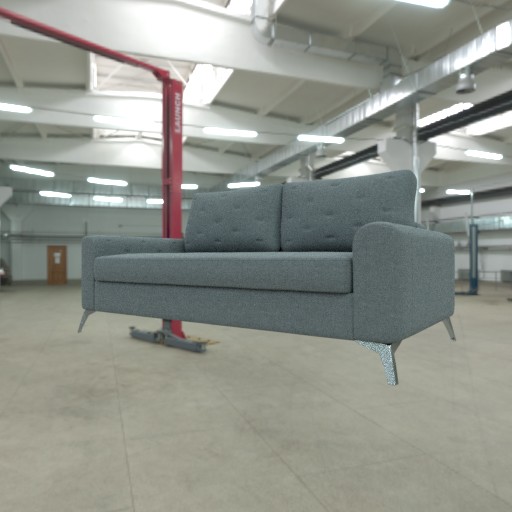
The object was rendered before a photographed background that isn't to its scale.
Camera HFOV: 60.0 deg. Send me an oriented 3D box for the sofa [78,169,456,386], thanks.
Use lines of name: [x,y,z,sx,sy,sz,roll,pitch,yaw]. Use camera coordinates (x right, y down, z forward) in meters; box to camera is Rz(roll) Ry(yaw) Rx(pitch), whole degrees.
sofa: [0.000,0.000,2.155,1.650,0.790,0.920,0,0,35]
